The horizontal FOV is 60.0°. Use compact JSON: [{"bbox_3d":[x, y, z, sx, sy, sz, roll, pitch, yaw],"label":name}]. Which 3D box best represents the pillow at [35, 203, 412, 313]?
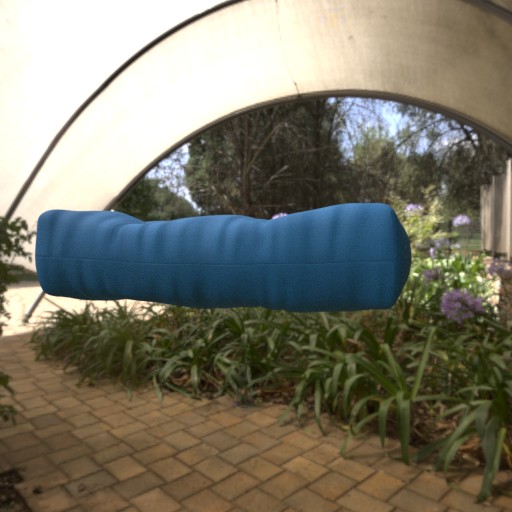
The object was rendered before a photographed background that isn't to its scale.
[{"bbox_3d":[0.000,0.000,0.725,0.468,0.128,0.490,0,1,17],"label":"pillow"}]
